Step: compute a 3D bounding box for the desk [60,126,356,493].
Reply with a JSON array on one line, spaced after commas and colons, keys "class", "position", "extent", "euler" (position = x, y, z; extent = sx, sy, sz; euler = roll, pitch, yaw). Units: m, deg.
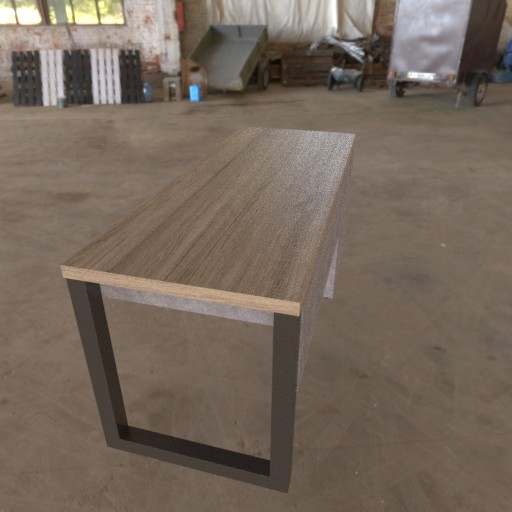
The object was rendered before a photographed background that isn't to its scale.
[{"class": "desk", "position": [0.000, 0.000, 2.035], "extent": [0.690, 0.760, 1.700], "euler": [8, 30, 14]}]
